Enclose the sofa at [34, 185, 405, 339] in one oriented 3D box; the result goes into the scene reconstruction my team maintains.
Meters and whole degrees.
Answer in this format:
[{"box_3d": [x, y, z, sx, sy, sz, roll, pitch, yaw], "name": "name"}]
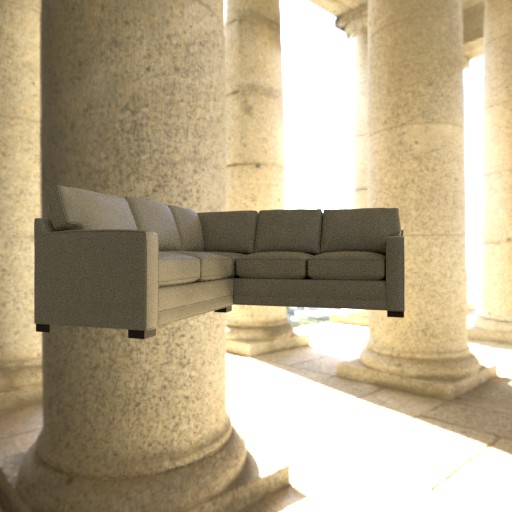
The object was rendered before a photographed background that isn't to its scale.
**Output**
[{"box_3d": [0.000, 0.000, 3.433, 2.211, 0.936, 2.188, 0, 0, 18], "name": "sofa"}]
